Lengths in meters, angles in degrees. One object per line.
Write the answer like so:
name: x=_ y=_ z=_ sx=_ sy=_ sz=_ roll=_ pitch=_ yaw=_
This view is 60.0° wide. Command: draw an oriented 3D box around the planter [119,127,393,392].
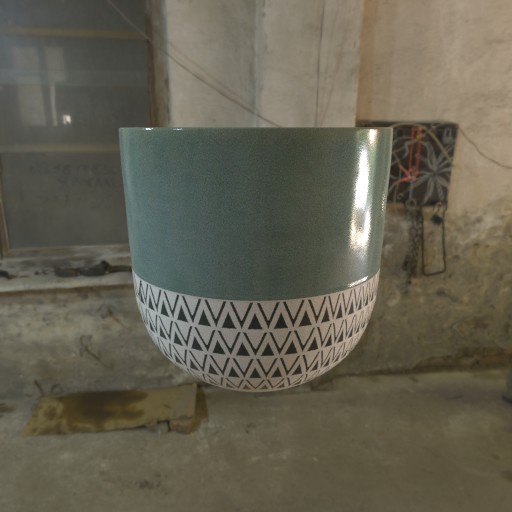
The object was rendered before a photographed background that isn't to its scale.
planter: x=0.000 y=0.000 z=0.484 sx=0.266 sy=0.270 sz=0.266 roll=0 pitch=16 yaw=0
